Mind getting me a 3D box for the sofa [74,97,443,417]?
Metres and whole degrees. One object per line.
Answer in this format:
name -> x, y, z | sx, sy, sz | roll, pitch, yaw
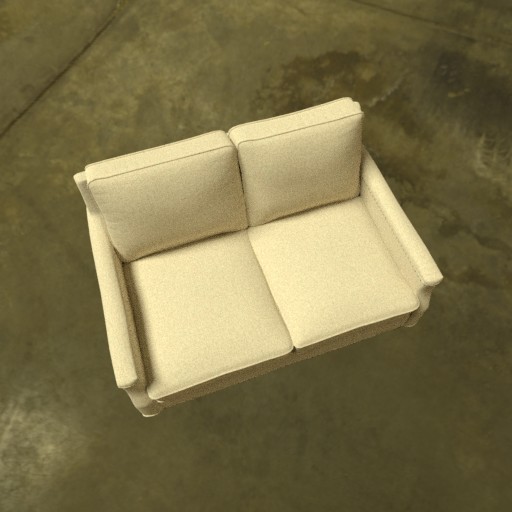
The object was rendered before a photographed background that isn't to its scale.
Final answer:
sofa -> 0.000, 0.000, 2.322 | 1.597, 1.003, 1.084 | -17, 64, -8
